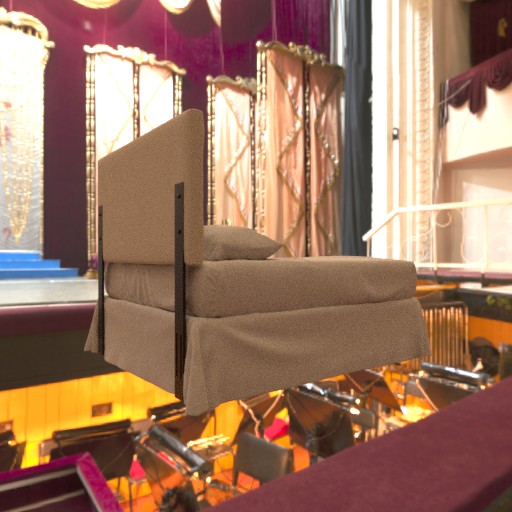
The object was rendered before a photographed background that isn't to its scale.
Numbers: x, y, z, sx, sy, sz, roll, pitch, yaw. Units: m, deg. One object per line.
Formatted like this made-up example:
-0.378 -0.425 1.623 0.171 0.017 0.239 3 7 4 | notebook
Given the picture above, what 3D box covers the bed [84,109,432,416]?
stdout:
0.000 0.000 3.590 2.222 1.577 1.936 0 0 -36 | bed
